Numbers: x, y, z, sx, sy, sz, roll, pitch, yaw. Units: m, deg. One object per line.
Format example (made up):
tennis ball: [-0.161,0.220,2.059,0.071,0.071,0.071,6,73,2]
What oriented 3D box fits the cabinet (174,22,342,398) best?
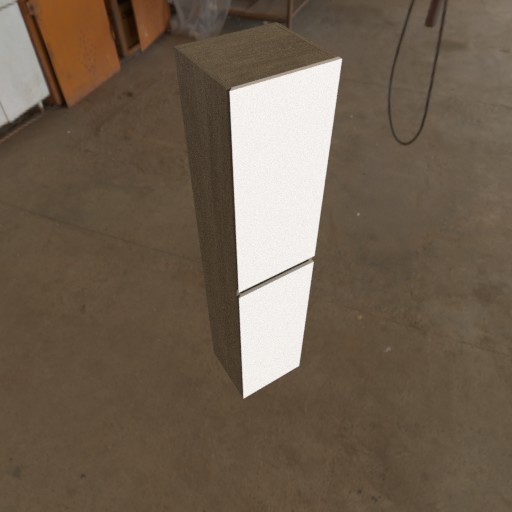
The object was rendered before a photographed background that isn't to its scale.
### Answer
cabinet: [0.000,0.000,1.554,0.300,1.400,0.270,-25,51,-21]
